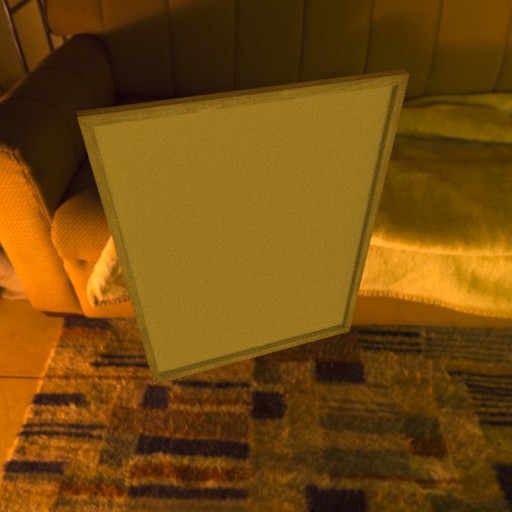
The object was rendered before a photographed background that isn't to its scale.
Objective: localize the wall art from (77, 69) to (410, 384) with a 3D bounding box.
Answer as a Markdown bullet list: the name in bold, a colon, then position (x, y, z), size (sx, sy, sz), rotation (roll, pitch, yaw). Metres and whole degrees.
- **wall art**: position (0.000, 0.000, 1.353), size (0.781, 1.022, 0.035), rotation (-13, 44, -13)
